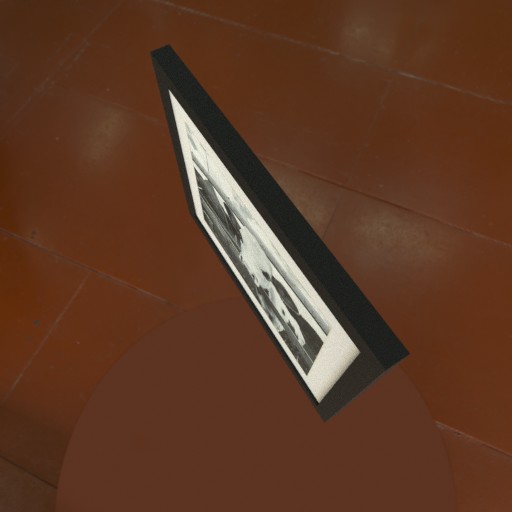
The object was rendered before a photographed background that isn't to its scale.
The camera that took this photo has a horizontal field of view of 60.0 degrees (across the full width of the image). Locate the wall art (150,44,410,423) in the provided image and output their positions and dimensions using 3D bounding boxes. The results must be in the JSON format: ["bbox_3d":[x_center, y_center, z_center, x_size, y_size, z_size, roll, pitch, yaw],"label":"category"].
[{"bbox_3d":[0.000,0.000,0.554,0.024,0.329,0.404,-29,67,-14],"label":"wall art"}]
